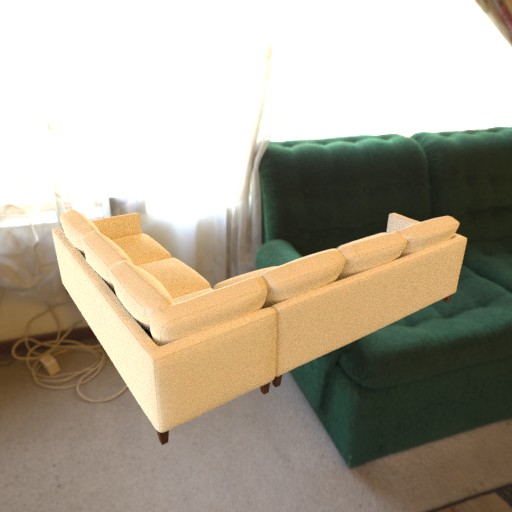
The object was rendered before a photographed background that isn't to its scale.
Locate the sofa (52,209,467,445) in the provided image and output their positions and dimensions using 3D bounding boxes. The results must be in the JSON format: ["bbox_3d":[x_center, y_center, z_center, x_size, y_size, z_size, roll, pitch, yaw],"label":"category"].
[{"bbox_3d":[0.000,0.000,4.476,3.302,0.947,2.593,-16,29,-31],"label":"sofa"}]
